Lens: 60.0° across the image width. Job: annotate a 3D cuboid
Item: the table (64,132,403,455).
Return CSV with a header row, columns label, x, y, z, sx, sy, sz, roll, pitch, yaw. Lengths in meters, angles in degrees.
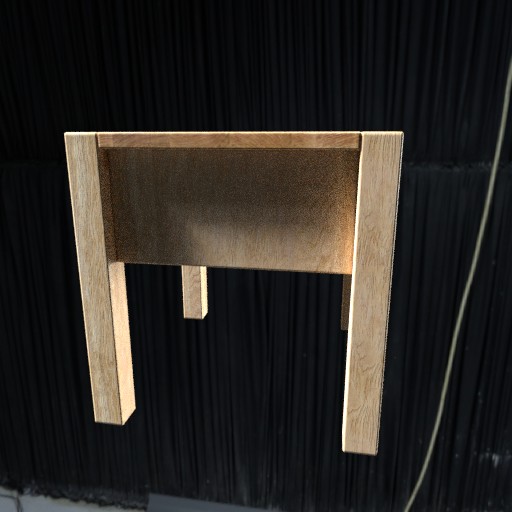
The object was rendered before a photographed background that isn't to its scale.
label,x,y,z,sx,sy,sz,roll,pitch,yaw
table,0.000,0.000,0.845,0.440,0.450,0.480,3,15,10
